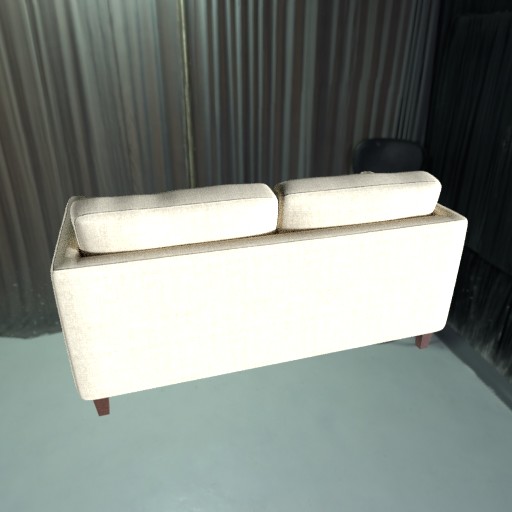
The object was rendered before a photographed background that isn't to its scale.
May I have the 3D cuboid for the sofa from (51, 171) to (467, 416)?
[{"bbox_3d":[0.000,0.000,2.385,1.884,0.963,0.950,-7,27,-15],"label":"sofa"}]
